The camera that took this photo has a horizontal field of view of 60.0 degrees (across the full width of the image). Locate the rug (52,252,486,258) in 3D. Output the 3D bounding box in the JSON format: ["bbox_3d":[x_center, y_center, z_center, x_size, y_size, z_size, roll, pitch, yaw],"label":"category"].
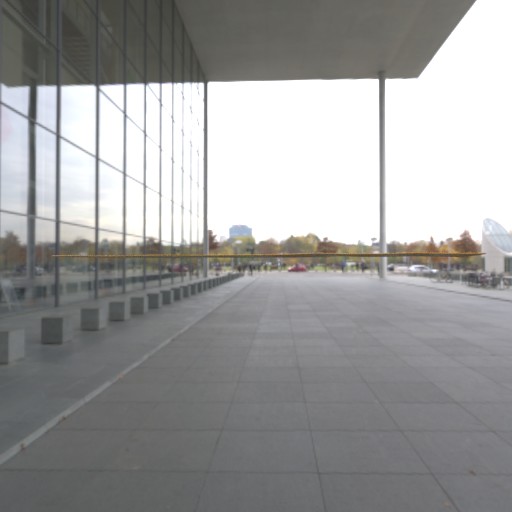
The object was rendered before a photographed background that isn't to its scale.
[{"bbox_3d":[0.000,0.000,2.574,2.294,0.014,0.704,0,-1,18],"label":"rug"}]
